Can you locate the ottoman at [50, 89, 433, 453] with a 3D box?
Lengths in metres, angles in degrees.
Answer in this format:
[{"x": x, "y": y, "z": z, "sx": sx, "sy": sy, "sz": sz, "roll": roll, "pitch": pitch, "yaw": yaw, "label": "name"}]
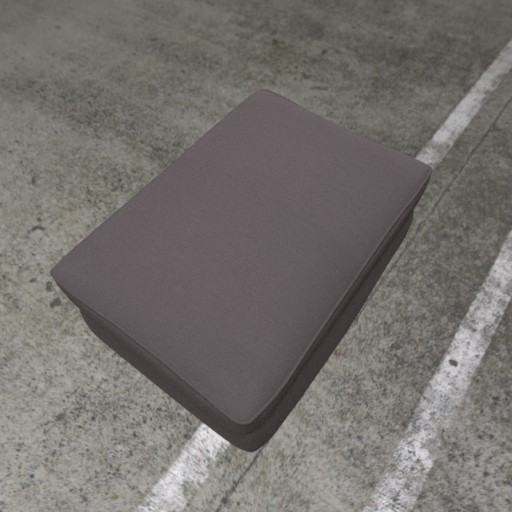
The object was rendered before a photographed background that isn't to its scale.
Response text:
[{"x": 0.000, "y": 0.000, "z": 1.000, "sx": 0.508, "sy": 0.406, "sz": 0.686, "roll": 32, "pitch": 63, "yaw": 19, "label": "ottoman"}]
